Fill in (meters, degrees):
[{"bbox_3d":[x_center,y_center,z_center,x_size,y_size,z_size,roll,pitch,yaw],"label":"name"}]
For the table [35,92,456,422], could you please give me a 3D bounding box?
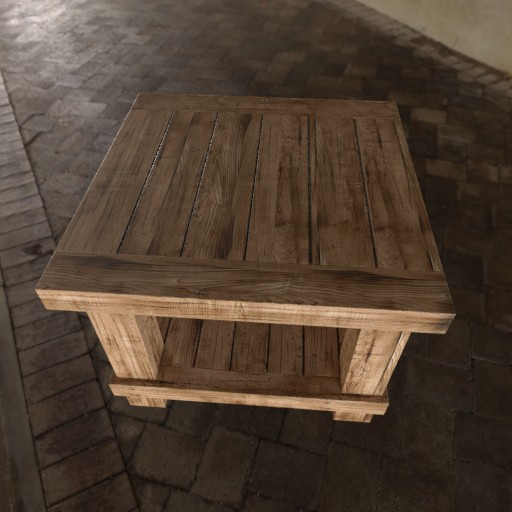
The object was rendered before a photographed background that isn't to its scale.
[{"bbox_3d":[0.000,0.000,1.012,0.610,0.457,0.610,3,47,3],"label":"table"}]
